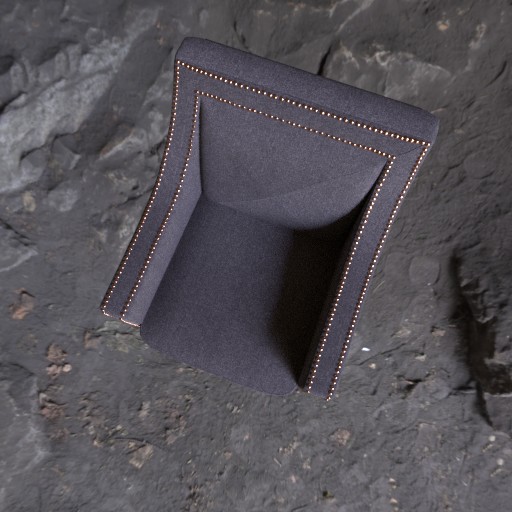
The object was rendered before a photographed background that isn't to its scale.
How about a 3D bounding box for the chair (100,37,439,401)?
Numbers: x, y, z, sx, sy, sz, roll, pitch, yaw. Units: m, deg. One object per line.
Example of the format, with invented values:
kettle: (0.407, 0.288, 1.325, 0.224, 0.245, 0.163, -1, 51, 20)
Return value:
chair: (0.000, 0.000, 1.597, 0.776, 0.967, 0.884, 20, 77, 5)
